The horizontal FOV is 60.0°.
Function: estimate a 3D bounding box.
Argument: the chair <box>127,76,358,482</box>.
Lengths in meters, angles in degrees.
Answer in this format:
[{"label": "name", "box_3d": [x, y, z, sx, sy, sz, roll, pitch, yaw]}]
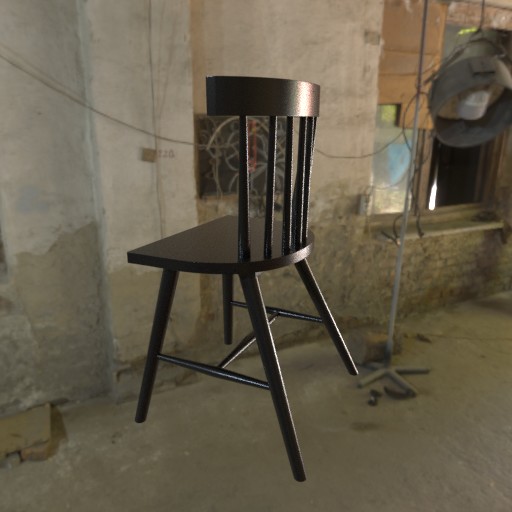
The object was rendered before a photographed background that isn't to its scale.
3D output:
[{"label": "chair", "box_3d": [0.000, 0.000, 1.168, 0.483, 0.844, 0.506, 8, 19, 25]}]
